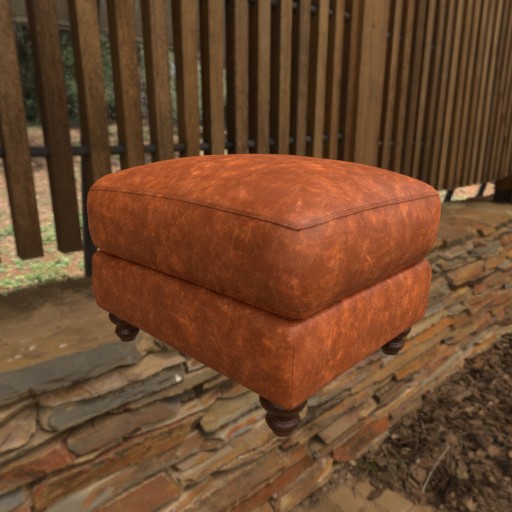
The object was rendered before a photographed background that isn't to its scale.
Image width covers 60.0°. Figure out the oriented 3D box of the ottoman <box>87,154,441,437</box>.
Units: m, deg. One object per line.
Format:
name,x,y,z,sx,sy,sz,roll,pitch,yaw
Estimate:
ottoman,0.000,0.000,1.267,0.832,0.562,0.657,15,22,41
